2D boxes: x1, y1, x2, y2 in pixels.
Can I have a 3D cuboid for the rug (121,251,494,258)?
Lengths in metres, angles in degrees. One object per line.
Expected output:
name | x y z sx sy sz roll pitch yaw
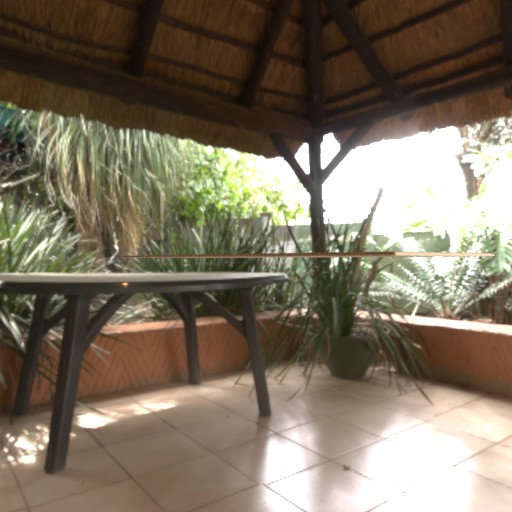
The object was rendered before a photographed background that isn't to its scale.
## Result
rug | 0.000 0.000 2.486 0.678 0.014 2.276 0 -1 -38
